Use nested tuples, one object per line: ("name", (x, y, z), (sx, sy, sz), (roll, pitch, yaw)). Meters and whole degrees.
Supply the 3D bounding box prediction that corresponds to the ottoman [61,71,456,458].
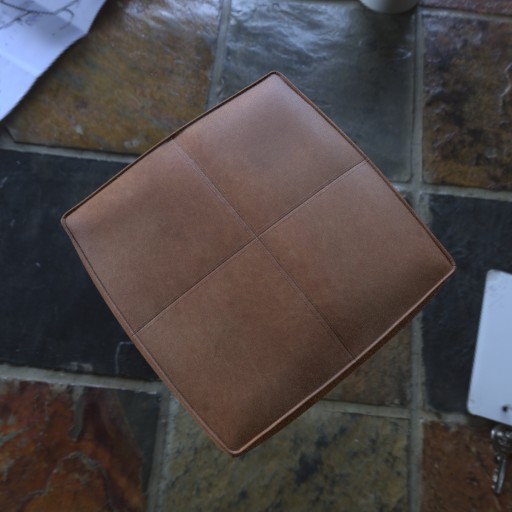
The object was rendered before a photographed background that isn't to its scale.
("ottoman", (0.000, 0.000, 1.375), (0.901, 0.395, 0.902), (-37, 79, -9))
